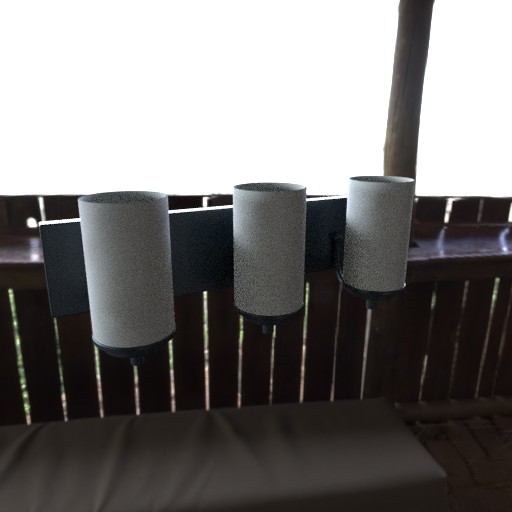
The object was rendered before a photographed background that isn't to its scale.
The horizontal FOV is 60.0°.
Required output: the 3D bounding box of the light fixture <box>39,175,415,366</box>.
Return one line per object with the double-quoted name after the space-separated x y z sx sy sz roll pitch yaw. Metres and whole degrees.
0.000 0.000 0.528 0.451 0.172 0.145 -8 18 -27 "light fixture"
